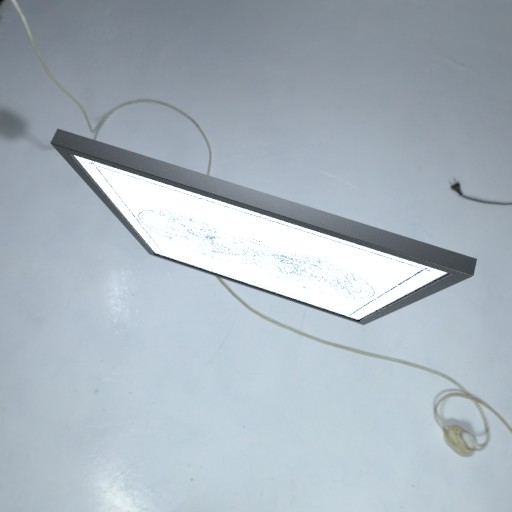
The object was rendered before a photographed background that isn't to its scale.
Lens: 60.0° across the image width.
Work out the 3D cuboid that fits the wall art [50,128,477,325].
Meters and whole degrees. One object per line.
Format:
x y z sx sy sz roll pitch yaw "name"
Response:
0.000 0.000 1.146 0.773 0.775 0.031 18 76 5 "wall art"
